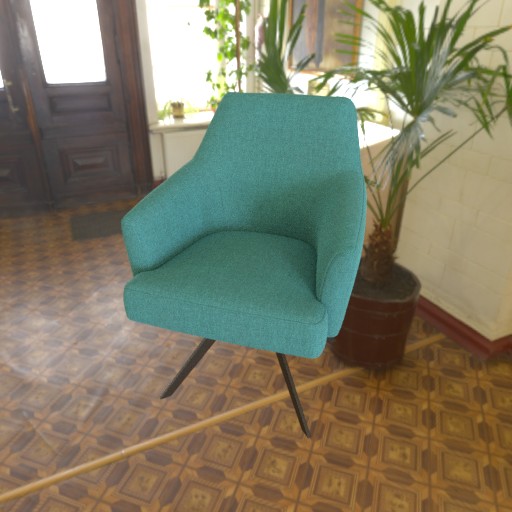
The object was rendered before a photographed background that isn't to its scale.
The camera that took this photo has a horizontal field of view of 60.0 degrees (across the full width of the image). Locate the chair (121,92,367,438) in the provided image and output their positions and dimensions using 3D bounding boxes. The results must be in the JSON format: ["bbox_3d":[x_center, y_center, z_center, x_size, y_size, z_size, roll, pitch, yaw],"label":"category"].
[{"bbox_3d":[0.000,0.000,1.363,0.642,0.874,0.677,9,28,16],"label":"chair"}]
